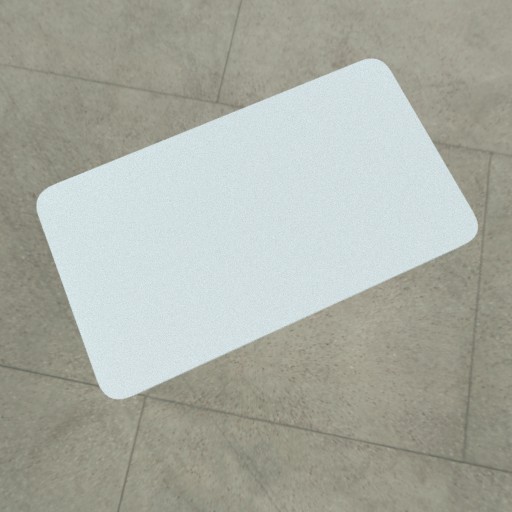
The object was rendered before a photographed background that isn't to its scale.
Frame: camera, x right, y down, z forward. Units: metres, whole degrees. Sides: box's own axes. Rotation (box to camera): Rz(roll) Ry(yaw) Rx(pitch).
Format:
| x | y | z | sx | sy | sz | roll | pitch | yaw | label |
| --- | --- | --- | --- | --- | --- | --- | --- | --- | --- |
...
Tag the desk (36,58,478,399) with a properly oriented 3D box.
| x | y | z | sx | sy | sz | roll | pitch | yaw | label |
| --- | --- | --- | --- | --- | --- | --- | --- | --- | --- |
| 0.000 | 0.000 | 1.249 | 0.790 | 0.760 | 0.446 | -24 | 78 | -5 | desk |
